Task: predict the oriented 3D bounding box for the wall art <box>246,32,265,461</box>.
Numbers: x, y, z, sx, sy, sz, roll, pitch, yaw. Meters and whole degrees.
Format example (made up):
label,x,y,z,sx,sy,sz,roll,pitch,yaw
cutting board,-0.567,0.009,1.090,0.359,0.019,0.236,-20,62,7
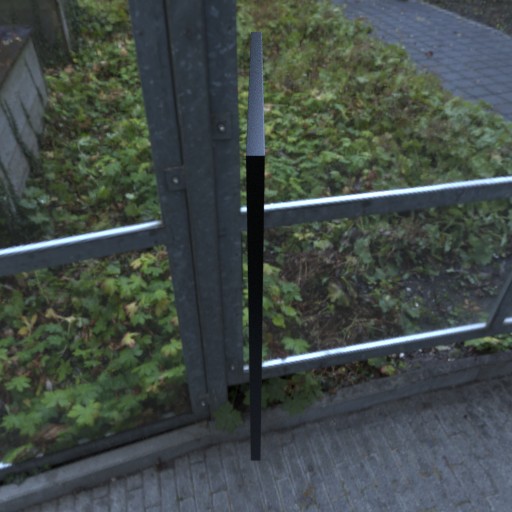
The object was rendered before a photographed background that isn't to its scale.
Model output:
label,x,y,z,sx,sy,sz,roll,pitch,yaw
wall art,0.000,0.000,0.827,0.019,0.656,0.462,0,41,0
